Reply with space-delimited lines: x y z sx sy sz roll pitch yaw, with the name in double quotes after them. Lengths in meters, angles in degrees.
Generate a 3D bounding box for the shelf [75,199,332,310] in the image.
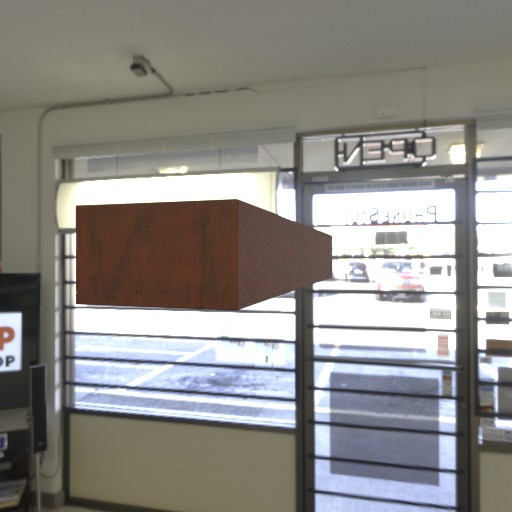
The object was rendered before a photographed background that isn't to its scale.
0.000 0.000 0.662 0.152 0.088 0.607 0 0 17 "shelf"
